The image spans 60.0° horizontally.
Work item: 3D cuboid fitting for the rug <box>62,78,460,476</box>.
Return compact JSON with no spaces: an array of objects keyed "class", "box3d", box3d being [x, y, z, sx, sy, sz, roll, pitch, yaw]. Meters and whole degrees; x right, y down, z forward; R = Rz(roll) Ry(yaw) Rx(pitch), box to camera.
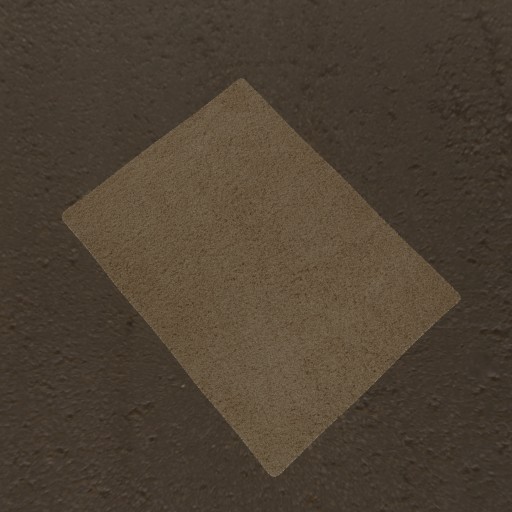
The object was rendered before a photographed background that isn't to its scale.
[{"class":"rug","box3d":[0.000,0.000,2.160,1.199,0.025,1.600,-40,79,-9]}]
